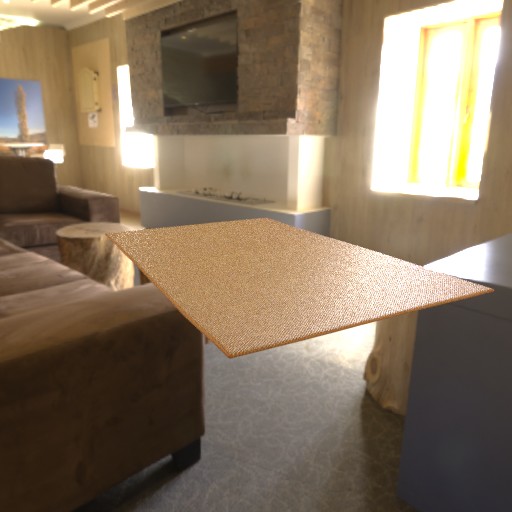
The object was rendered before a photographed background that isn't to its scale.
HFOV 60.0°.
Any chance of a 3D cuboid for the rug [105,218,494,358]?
[{"bbox_3d":[0.000,0.000,2.073,1.078,0.013,1.678,-8,17,-27],"label":"rug"}]
